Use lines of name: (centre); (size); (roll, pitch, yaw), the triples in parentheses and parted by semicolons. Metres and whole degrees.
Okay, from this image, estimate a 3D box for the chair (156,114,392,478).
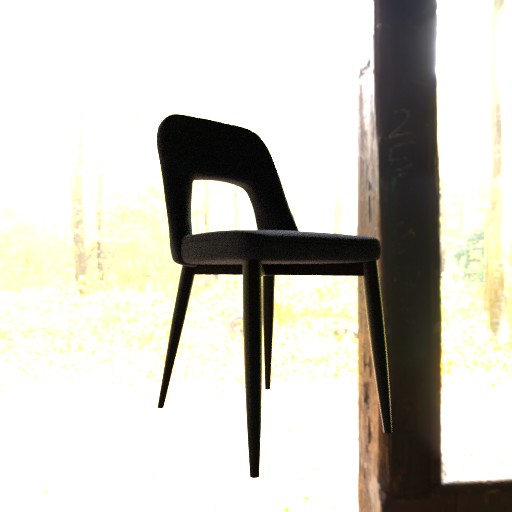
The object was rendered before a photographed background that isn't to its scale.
chair: (0.000, 0.000, 1.274); (0.470, 0.931, 0.612); (1, -1, -34)
